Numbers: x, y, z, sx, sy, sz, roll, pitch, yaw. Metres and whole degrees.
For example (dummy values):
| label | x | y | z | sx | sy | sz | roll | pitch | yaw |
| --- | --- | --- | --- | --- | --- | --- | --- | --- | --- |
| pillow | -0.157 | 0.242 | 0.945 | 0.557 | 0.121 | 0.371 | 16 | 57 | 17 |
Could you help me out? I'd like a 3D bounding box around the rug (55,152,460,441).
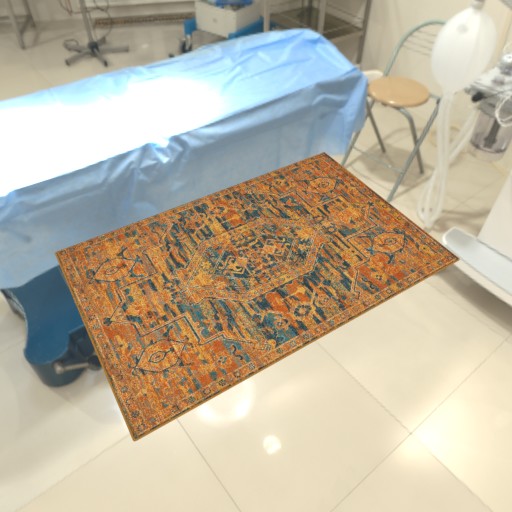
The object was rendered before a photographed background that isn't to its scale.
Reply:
| label | x | y | z | sx | sy | sz | roll | pitch | yaw |
| --- | --- | --- | --- | --- | --- | --- | --- | --- | --- |
| rug | 0.000 | 0.000 | 1.121 | 0.863 | 0.008 | 0.557 | -24 | 51 | -21 |
